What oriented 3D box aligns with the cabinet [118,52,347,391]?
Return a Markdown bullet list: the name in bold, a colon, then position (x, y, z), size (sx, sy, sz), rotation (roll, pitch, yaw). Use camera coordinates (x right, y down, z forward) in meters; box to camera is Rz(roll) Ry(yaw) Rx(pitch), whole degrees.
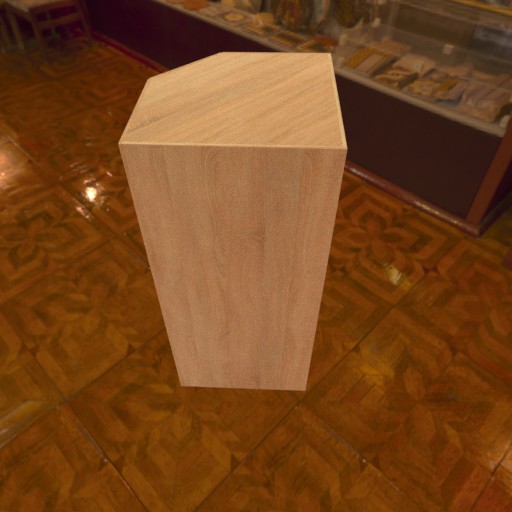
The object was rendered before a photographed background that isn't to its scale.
- **cabinet**: position (0.000, 0.000, 2.841), size (1.327, 2.120, 1.094), rotation (-34, 55, -28)
